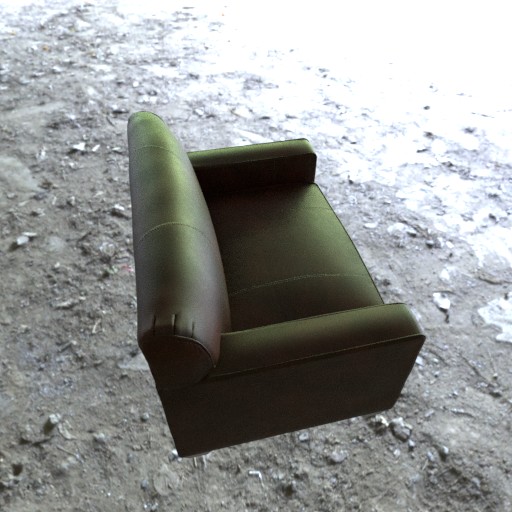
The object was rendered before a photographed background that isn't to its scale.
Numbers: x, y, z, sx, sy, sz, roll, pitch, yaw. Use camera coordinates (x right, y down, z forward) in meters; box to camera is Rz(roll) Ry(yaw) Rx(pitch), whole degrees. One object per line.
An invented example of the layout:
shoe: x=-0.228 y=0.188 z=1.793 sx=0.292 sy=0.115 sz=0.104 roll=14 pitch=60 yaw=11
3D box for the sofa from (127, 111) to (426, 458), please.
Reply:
sofa: x=0.000 y=0.000 z=2.067 sx=1.000 sy=0.956 sz=1.413 roll=-9 pitch=46 yaw=-9
